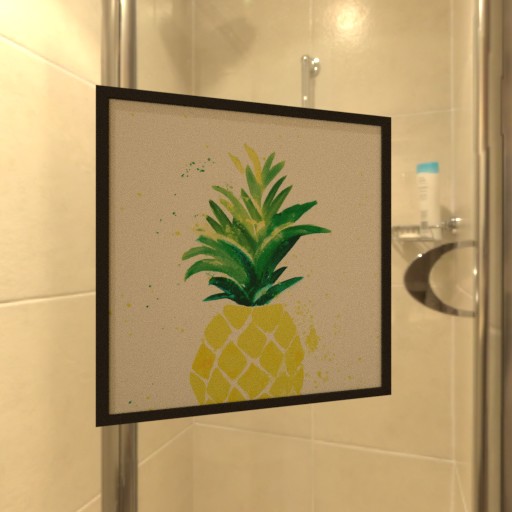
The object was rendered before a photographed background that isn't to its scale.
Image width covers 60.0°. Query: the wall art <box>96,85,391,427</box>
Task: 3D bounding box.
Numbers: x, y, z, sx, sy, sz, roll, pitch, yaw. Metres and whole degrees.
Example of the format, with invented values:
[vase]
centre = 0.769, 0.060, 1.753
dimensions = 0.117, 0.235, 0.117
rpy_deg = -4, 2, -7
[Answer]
[wall art]
centre = 0.000, 0.000, 0.748
dimensions = 0.508, 0.507, 0.033
rpy_deg = 0, 0, -18
